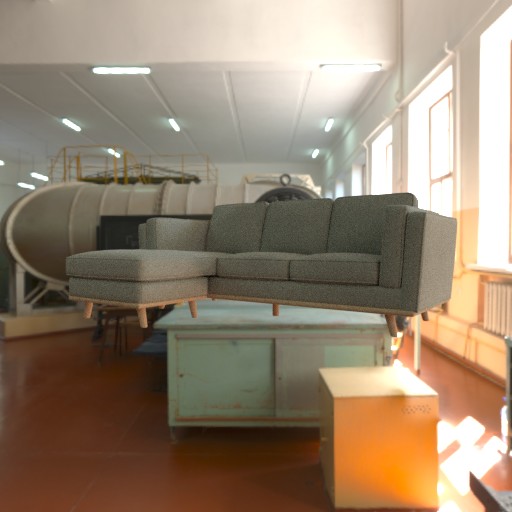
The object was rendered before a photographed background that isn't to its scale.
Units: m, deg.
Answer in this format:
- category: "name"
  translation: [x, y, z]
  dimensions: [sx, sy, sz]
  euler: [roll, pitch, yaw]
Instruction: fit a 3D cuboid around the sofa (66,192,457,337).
- category: "sofa"
  translation: [0.000, 0.000, 3.199]
  dimensions: [2.411, 0.929, 1.604]
  euler: [1, 2, 36]
